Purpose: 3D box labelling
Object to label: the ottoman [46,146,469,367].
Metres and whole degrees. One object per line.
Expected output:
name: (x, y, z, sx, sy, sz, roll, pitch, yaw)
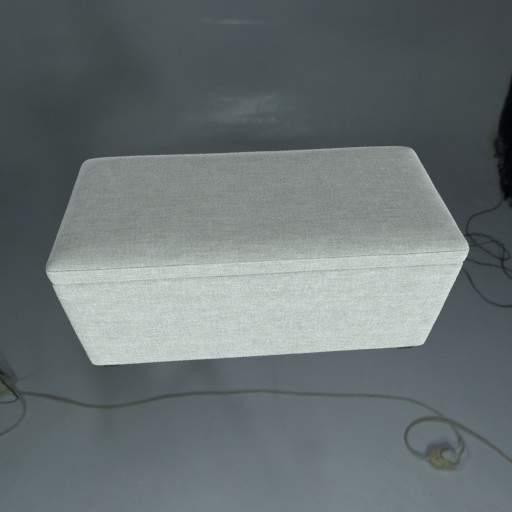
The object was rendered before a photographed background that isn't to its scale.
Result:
ottoman: (0.000, 0.000, 1.178, 0.902, 0.432, 0.419, -3, 46, -3)
